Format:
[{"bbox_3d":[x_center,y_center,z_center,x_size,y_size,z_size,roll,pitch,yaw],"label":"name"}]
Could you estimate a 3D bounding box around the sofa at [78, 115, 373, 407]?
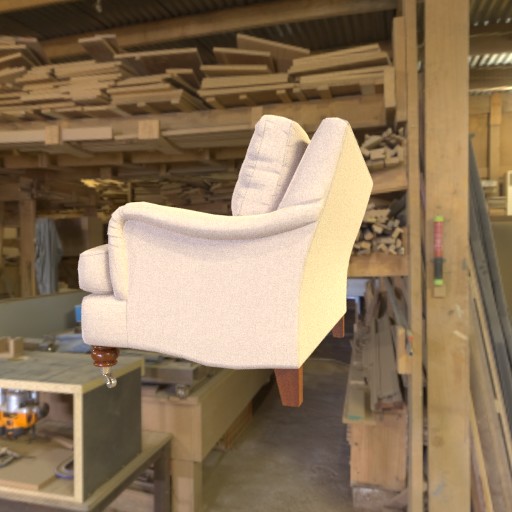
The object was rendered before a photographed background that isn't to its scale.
[{"bbox_3d":[0.000,0.000,2.278,1.087,1.048,1.508,0,1,18],"label":"sofa"}]
